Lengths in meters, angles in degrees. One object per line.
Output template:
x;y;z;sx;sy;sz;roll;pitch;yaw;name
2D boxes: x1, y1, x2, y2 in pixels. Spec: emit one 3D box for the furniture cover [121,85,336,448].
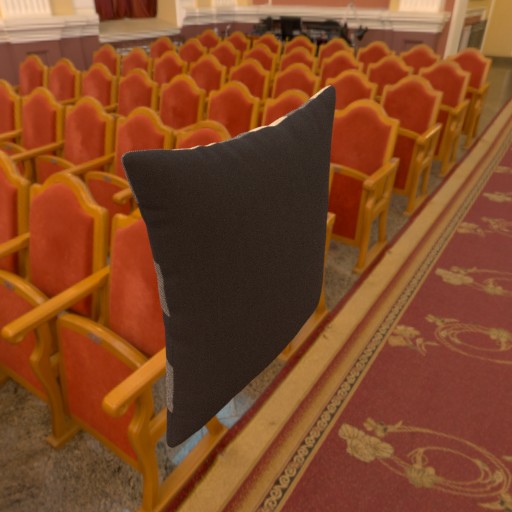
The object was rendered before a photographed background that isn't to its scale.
0.000;0.000;0.794;0.161;0.509;0.511;20;36;29;furniture cover
